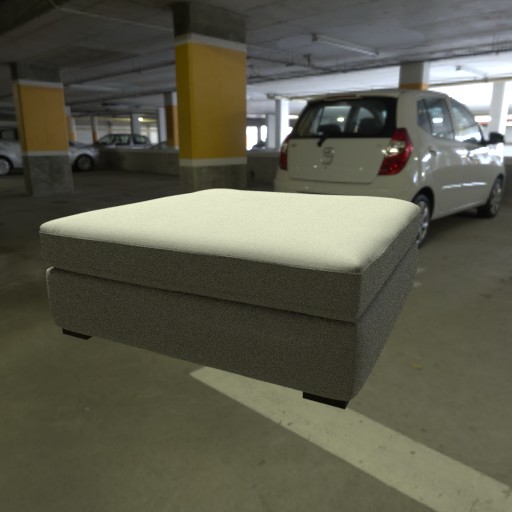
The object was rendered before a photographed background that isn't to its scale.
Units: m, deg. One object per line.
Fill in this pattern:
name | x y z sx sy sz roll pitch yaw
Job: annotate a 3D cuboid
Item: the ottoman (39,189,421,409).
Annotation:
ottoman | 0.000 0.000 1.824 1.167 0.482 1.163 7 16 26
